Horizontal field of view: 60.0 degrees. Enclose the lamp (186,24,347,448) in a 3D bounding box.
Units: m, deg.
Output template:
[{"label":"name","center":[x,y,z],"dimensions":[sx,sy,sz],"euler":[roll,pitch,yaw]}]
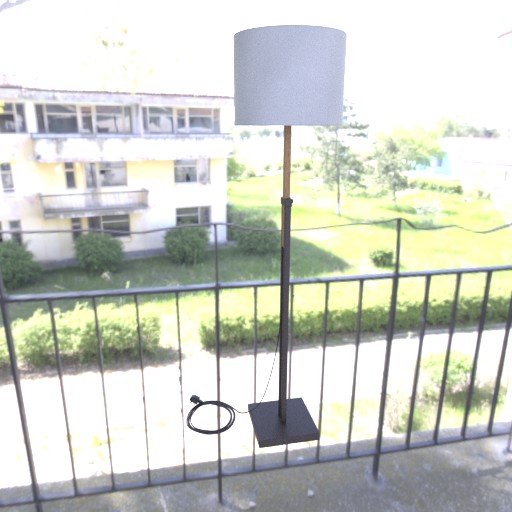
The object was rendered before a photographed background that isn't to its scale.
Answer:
[{"label":"lamp","center":[0.000,0.000,1.836],"dimensions":[0.639,1.650,0.474],"euler":[-3,17,-11]}]
